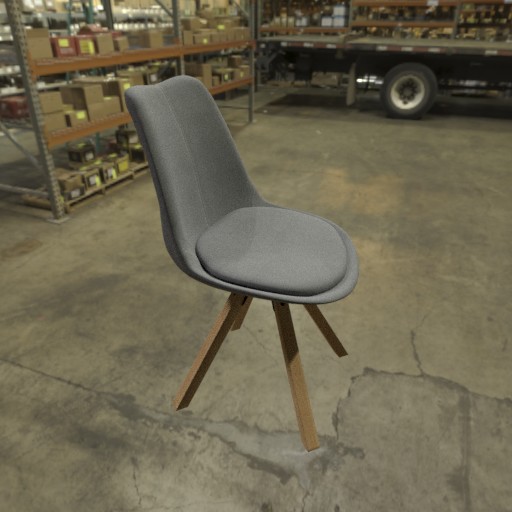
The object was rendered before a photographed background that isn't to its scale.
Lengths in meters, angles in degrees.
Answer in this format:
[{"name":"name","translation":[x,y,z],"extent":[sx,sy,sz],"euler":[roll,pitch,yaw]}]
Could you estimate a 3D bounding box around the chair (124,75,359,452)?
[{"name":"chair","translation":[0.000,0.000,1.196],"extent":[0.549,0.863,0.474],"euler":[11,30,19]}]
